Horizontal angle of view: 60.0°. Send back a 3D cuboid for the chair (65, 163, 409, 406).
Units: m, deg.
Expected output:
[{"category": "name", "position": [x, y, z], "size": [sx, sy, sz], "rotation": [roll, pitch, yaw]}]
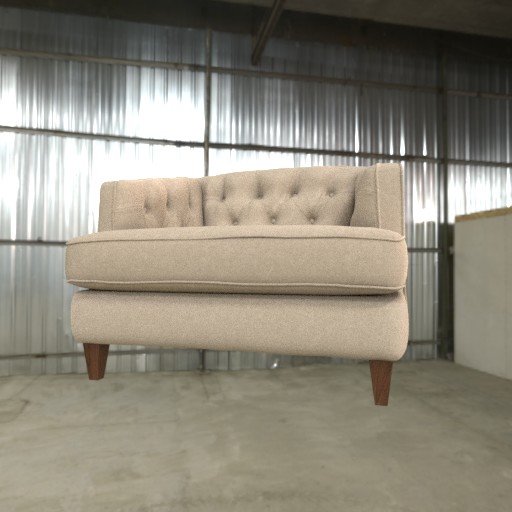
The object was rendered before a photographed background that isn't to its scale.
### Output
[{"category": "chair", "position": [0.000, 0.000, 1.735], "size": [1.104, 0.852, 0.941], "rotation": [0, -1, 17]}]
